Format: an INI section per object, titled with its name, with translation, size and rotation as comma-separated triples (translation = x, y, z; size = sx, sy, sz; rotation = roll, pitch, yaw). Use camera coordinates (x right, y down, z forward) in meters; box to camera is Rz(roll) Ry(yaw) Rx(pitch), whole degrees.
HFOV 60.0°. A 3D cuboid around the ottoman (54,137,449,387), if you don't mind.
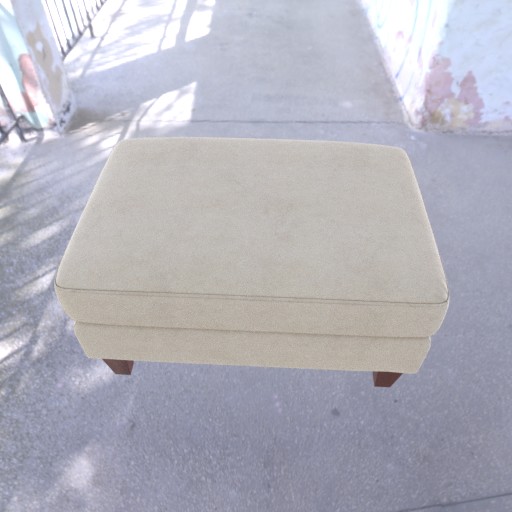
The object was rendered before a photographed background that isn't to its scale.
[ottoman]
translation = 0.000, 0.000, 1.233
size = 0.864, 0.483, 0.584
rotation = 2, 48, 2
